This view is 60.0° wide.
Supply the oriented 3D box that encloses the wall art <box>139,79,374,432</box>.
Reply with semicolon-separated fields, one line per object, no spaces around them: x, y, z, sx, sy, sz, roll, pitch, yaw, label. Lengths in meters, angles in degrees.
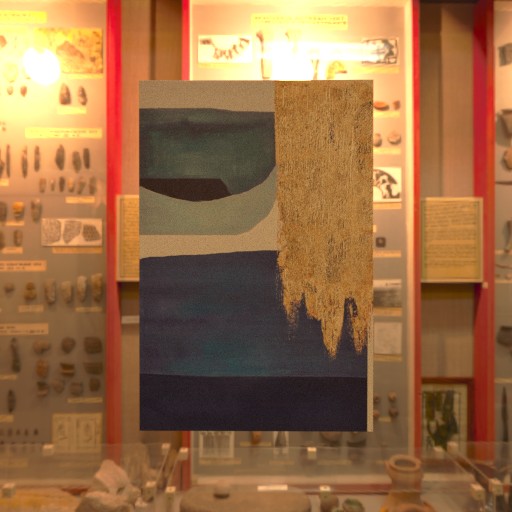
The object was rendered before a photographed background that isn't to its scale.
0.000;0.000;1.168;0.607;0.911;0.039;0;0;0;wall art
